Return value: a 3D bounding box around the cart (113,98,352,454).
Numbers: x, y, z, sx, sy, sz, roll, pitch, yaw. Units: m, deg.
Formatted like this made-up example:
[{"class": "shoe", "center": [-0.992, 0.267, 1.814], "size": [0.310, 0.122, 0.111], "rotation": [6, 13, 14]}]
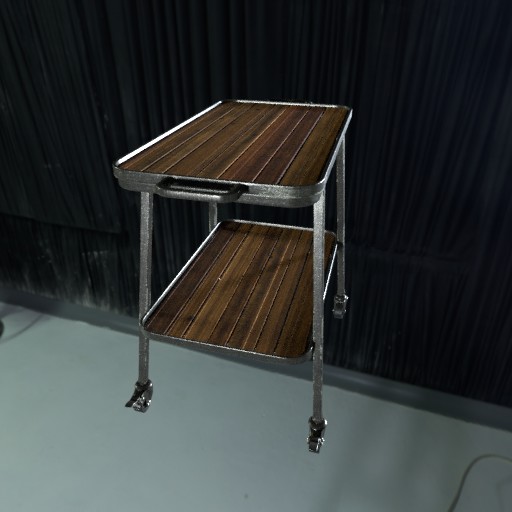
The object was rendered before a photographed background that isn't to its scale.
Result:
[{"class": "cart", "center": [0.000, 0.000, 1.238], "size": [0.515, 0.700, 0.806], "rotation": [8, 31, 13]}]
